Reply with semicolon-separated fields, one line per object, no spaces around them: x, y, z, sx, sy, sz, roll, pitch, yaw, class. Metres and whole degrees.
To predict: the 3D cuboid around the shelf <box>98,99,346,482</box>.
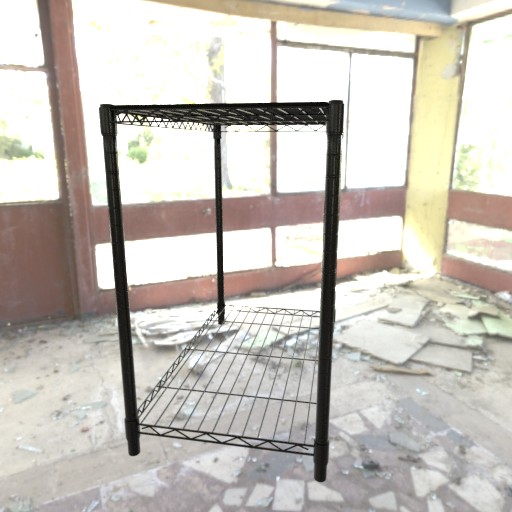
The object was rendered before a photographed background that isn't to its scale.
0.000;0.000;0.926;0.338;0.564;0.589;3;15;11;shelf
